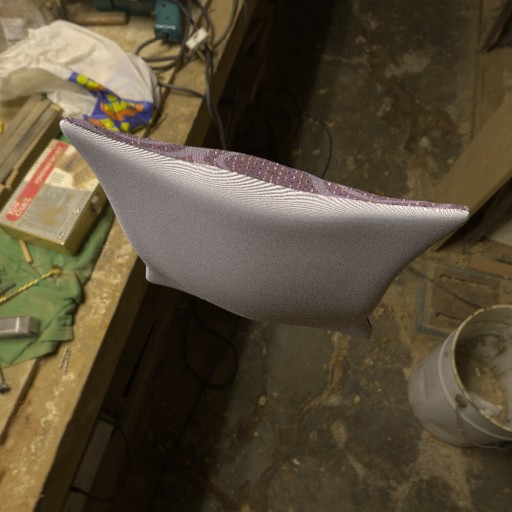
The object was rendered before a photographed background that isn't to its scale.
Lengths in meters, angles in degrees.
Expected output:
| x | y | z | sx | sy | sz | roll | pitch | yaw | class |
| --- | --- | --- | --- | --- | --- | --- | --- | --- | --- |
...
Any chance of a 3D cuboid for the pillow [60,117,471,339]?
| x | y | z | sx | sy | sz | roll | pitch | yaw | class |
| --- | --- | --- | --- | --- | --- | --- | --- | --- | --- |
| 0.000 | 0.000 | 0.761 | 0.514 | 0.513 | 0.163 | 14 | 65 | 7 | pillow |
